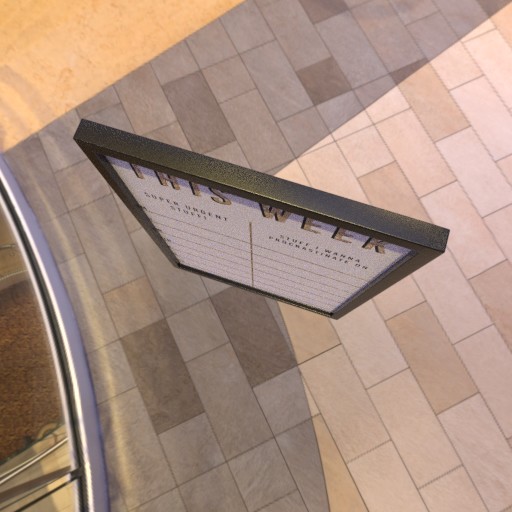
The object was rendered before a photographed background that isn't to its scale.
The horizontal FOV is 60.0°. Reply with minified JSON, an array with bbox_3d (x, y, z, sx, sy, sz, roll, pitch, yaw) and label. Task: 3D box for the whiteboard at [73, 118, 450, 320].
[{"bbox_3d":[0.000,0.000,0.757,0.406,0.611,0.026,18,76,5],"label":"whiteboard"}]
